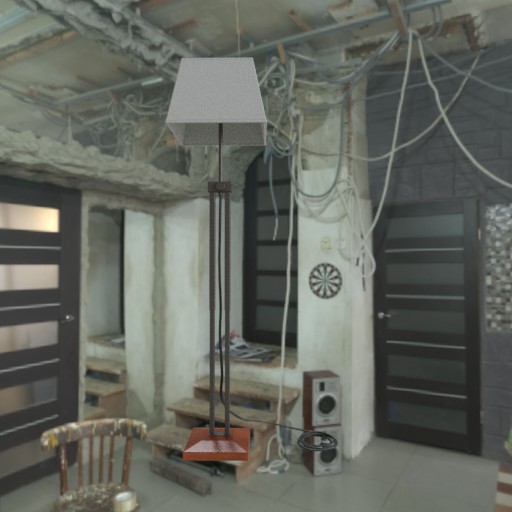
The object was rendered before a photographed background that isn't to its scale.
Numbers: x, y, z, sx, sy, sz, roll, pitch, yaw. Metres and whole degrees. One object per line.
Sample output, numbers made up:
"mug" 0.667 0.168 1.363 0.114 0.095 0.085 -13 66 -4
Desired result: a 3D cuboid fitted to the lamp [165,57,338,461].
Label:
"lamp" 0.000 0.000 2.050 0.745 1.712 0.472 0 -1 1
